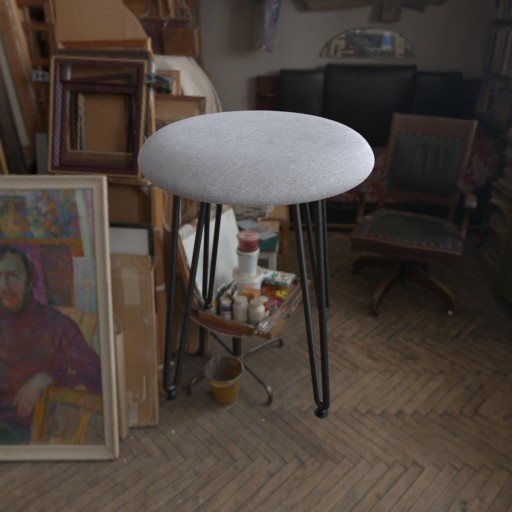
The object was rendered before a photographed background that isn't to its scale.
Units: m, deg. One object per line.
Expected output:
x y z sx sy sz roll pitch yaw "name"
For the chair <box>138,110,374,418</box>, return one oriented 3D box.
0.000 0.000 0.673 0.350 0.386 0.350 -20 36 -31 "chair"
